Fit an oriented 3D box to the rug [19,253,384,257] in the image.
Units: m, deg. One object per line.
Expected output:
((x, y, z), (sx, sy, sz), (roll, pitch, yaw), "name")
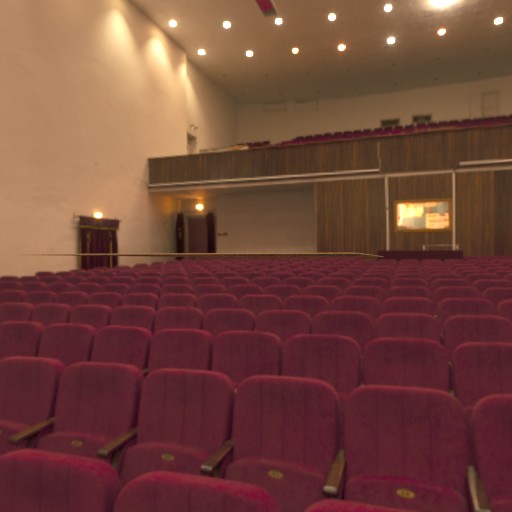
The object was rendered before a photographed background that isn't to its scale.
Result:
((0.000, 0.000, 2.904), (1.566, 0.004, 2.363), (0, 0, 19), "rug")
